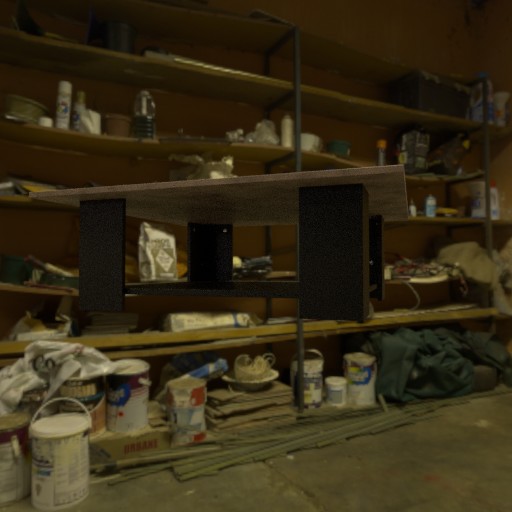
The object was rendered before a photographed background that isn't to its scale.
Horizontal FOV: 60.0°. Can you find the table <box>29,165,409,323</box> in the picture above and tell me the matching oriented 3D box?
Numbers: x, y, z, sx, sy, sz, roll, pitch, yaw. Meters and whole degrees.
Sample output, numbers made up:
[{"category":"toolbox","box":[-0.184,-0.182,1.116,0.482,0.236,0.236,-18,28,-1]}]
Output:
[{"category":"table","box":[0.000,0.000,1.375,0.890,0.305,0.890,-1,-2,20]}]
